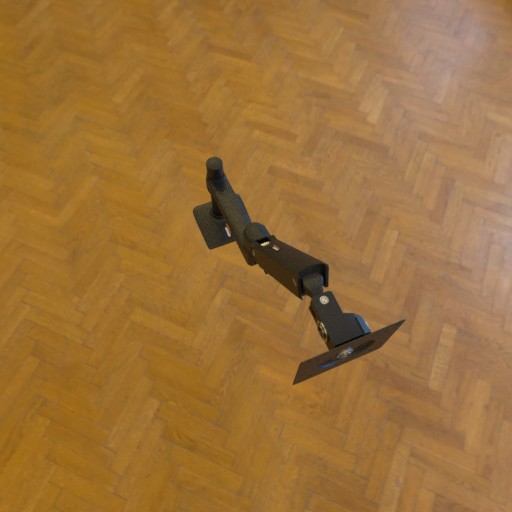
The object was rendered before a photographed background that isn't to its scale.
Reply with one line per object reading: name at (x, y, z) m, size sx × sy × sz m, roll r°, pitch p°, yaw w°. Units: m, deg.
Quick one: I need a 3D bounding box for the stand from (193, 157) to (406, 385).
stand at (0.000, 0.000, 0.998) m, size 0.152 × 0.713 × 0.650 m, roll -20°, pitch 64°, yaw -10°
